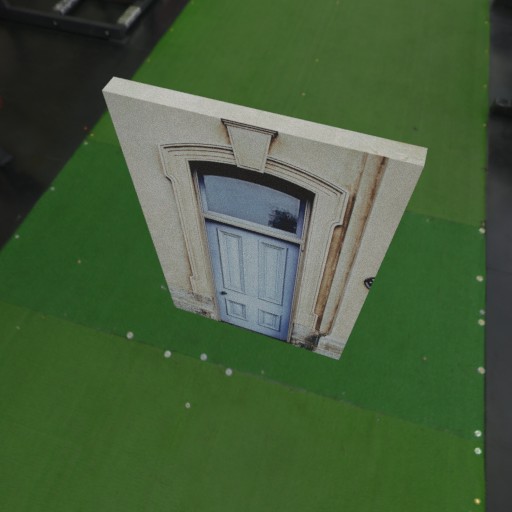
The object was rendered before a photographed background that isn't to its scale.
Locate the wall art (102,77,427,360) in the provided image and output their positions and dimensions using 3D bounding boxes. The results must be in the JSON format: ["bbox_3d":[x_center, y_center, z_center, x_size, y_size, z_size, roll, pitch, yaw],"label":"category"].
[{"bbox_3d":[0.000,0.000,0.991,0.508,0.764,0.038,16,58,10],"label":"wall art"}]
